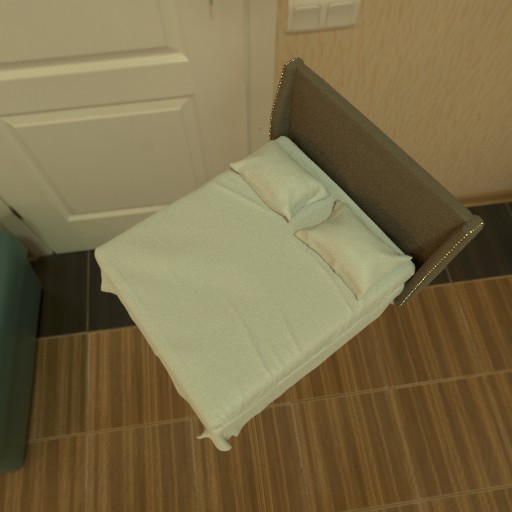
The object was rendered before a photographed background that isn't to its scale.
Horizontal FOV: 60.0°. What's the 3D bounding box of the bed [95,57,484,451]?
[{"bbox_3d":[0.000,0.000,3.444,2.276,1.332,1.925,-34,69,-15],"label":"bed"}]
